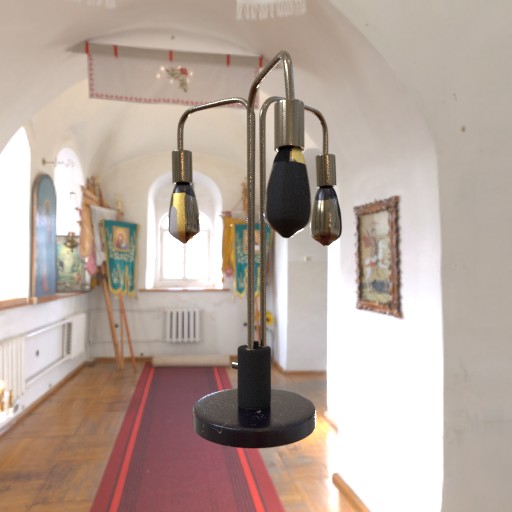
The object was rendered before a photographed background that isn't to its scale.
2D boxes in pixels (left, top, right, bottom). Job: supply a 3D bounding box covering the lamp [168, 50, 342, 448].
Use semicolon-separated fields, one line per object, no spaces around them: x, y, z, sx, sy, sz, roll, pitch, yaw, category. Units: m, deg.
0.000;0.000;0.779;0.368;0.560;0.355;0;0;35;lamp
